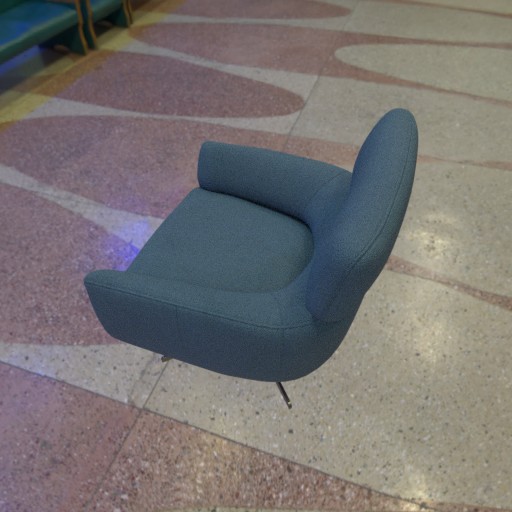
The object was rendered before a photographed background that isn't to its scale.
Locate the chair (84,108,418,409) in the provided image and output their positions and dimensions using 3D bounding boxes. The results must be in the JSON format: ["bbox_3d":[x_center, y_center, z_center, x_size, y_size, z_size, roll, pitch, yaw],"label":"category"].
[{"bbox_3d":[0.000,0.000,1.356,0.761,0.813,0.738,16,48,15],"label":"chair"}]
